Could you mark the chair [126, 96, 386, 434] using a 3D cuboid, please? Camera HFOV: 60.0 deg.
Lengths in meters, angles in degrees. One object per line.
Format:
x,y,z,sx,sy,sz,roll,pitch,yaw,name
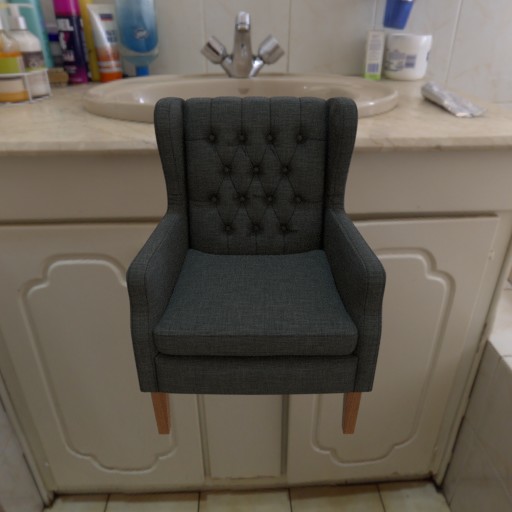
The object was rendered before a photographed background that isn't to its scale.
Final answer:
0.000,0.000,1.504,0.711,0.953,0.775,0,29,0,chair
